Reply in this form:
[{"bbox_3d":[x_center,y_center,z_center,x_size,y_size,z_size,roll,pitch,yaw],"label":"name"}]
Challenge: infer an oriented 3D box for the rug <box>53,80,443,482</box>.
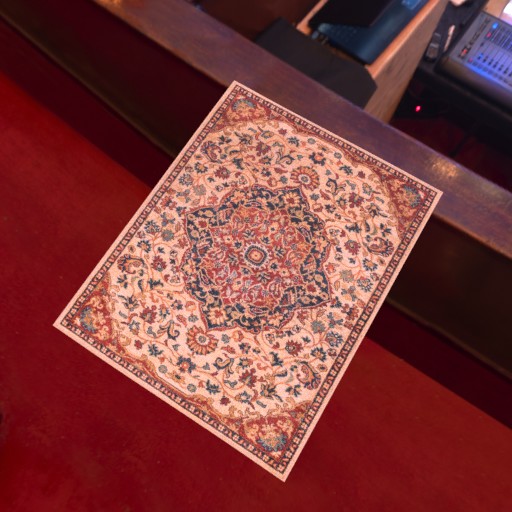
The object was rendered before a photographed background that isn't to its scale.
[{"bbox_3d":[0.000,0.000,4.205,2.454,0.005,3.067,31,77,8],"label":"rug"}]
